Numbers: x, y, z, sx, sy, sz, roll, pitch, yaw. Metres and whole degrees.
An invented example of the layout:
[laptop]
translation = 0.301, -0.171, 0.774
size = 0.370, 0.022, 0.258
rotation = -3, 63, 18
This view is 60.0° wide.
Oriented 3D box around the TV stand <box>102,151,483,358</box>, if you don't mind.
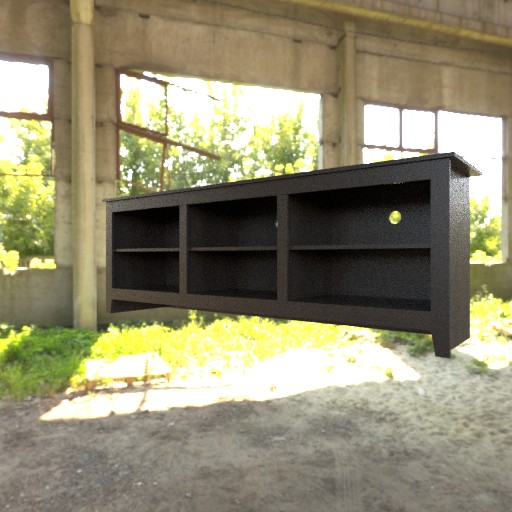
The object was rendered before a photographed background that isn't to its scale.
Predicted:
[TV stand]
translation = 0.000, 0.000, 1.998
size = 1.778, 0.610, 0.406
rotation = 0, 0, 38
